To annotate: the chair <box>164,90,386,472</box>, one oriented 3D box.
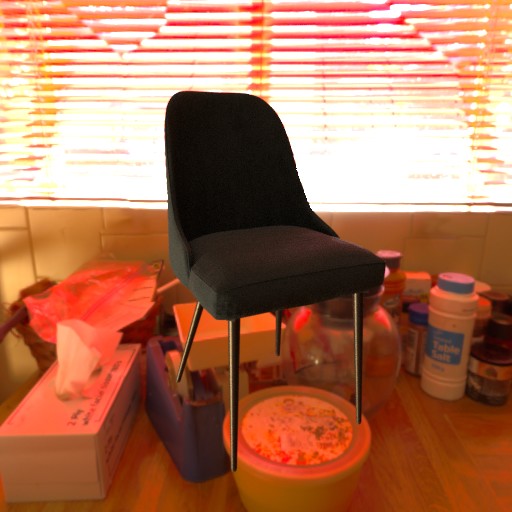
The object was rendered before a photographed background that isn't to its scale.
[{"bbox_3d":[0.000,0.000,1.229,0.478,0.896,0.559,-8,18,-27],"label":"chair"}]
